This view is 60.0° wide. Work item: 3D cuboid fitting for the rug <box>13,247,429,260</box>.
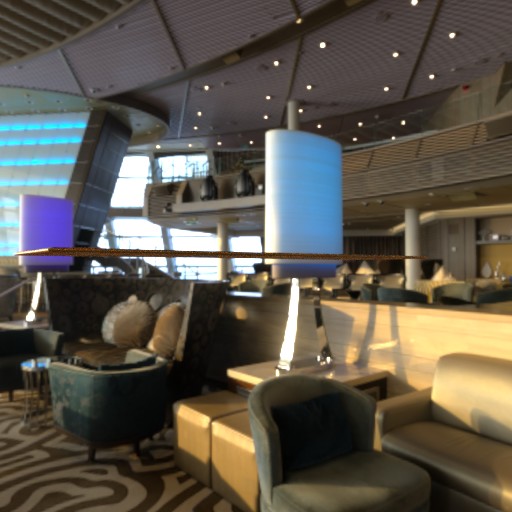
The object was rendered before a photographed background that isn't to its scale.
[{"bbox_3d":[0.000,0.000,1.955,1.820,0.013,0.556,1,-2,-37],"label":"rug"}]
